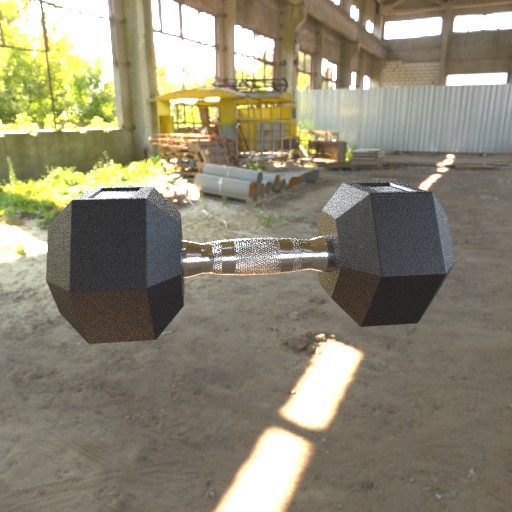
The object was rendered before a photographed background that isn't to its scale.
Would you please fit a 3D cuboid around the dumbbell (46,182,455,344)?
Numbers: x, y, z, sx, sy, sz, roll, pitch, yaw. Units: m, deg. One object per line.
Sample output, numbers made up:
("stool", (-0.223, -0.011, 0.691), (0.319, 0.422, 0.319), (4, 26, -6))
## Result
("dumbbell", (0.000, 0.000, 0.375), (0.315, 0.113, 0.129), (-2, 17, -8))
